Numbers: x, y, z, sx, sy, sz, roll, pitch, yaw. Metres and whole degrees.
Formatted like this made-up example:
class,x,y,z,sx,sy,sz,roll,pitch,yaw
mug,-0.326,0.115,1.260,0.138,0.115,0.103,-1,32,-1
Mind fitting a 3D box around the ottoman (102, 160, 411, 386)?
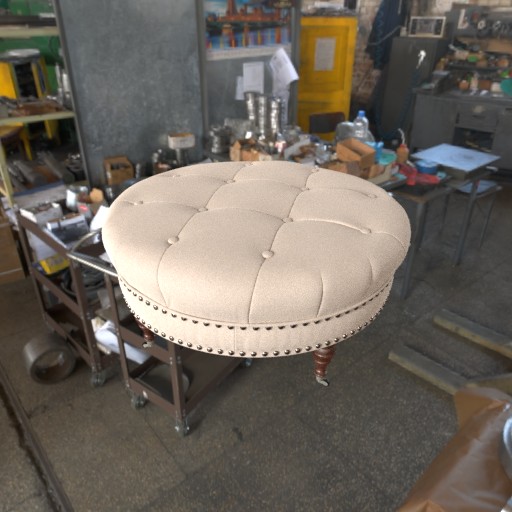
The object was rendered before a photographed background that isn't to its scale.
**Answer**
class,x,y,z,sx,sy,sz,roll,pitch,yaw
ottoman,0.000,0.000,1.419,0.901,0.439,0.901,0,29,0
